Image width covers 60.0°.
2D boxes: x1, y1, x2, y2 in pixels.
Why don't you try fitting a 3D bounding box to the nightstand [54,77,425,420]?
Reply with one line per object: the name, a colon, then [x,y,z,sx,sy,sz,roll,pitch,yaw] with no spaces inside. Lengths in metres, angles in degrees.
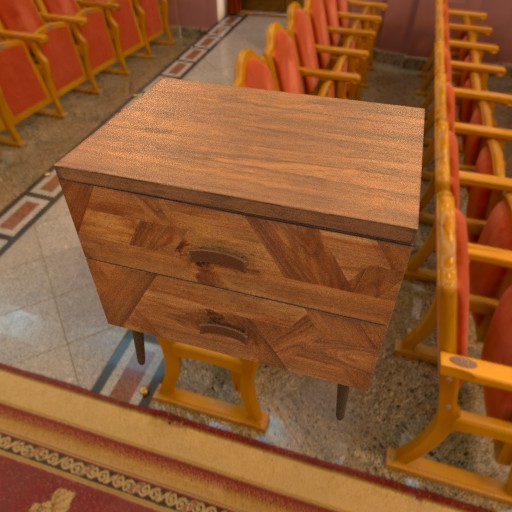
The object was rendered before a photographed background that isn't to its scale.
nightstand: [0.000,0.000,1.048,0.610,0.610,0.458,12,43,13]
